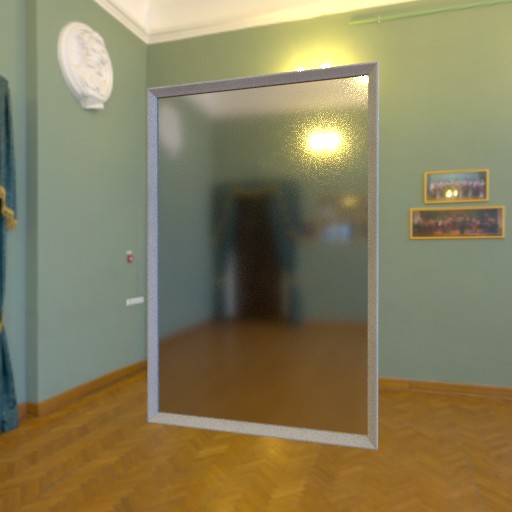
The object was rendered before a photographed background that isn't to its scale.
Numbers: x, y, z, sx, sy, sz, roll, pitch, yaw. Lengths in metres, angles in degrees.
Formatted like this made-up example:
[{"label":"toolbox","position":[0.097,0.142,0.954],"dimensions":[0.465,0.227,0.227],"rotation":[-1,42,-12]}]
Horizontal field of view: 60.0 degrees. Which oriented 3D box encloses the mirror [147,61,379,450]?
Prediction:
[{"label":"mirror","position":[0.000,0.000,1.146],"dimensions":[0.609,0.915,0.041],"rotation":[0,0,16]}]
